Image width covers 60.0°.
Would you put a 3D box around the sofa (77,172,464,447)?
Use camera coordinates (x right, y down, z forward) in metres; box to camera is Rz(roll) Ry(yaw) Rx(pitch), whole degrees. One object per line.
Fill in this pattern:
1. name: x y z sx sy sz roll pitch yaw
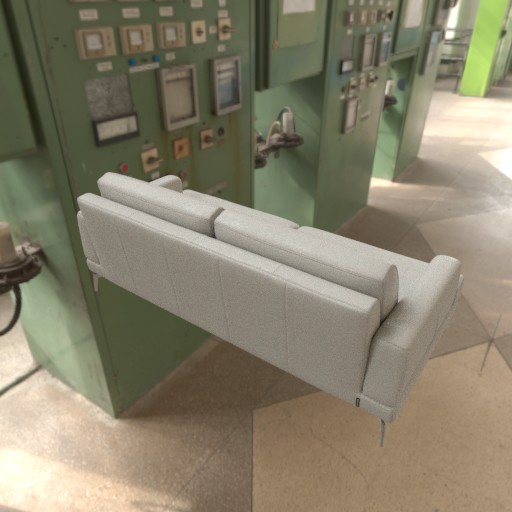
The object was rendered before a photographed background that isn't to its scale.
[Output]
1. sofa: 0.000 0.000 2.380 1.940 0.765 0.974 20 37 30
